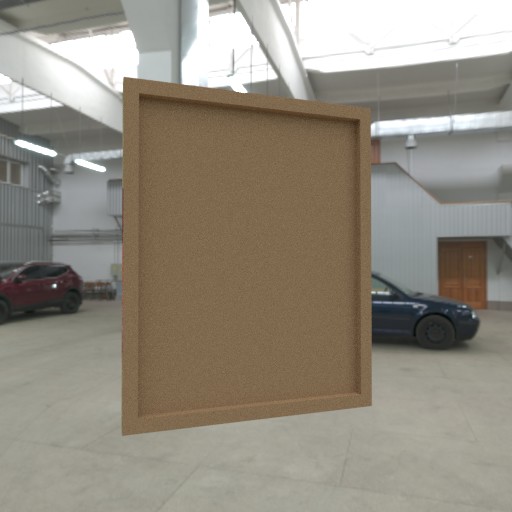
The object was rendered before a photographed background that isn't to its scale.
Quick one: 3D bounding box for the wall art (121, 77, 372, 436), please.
[{"bbox_3d":[0.000,0.000,0.704,0.406,0.508,0.028,0,-1,-19],"label":"wall art"}]
